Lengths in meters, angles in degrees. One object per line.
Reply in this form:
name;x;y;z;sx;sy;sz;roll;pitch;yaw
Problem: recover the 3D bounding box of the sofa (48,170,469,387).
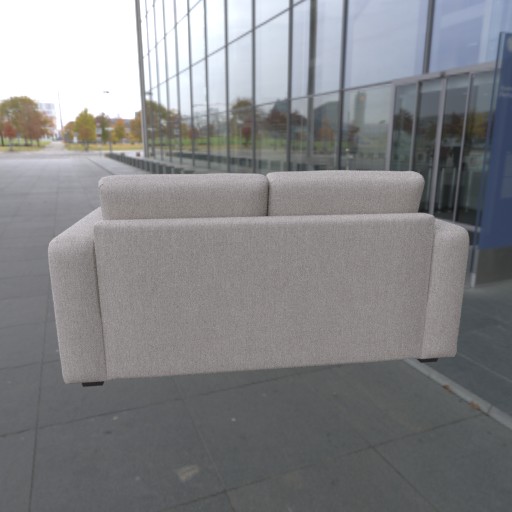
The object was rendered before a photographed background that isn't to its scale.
sofa;0.000;0.000;2.024;1.540;0.800;0.900;-2;15;-8
